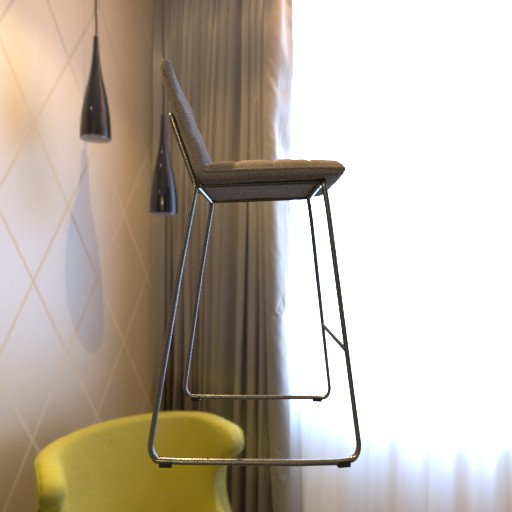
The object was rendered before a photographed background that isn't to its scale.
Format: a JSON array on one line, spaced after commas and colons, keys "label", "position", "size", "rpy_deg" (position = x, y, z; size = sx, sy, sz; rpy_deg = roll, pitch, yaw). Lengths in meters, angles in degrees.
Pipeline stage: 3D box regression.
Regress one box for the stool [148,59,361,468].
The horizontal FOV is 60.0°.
[{"label": "stool", "position": [0.000, 0.000, 1.244], "size": [0.490, 0.960, 0.490], "rpy_deg": [0, 0, 1]}]
